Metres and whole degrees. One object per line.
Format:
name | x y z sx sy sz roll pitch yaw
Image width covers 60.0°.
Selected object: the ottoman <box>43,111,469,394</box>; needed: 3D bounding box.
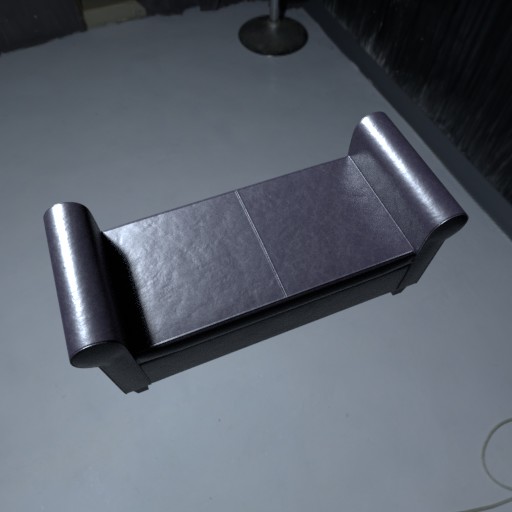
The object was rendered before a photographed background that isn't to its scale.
ottoman | 0.000 0.000 1.592 1.256 0.547 0.521 -19 60 -11
